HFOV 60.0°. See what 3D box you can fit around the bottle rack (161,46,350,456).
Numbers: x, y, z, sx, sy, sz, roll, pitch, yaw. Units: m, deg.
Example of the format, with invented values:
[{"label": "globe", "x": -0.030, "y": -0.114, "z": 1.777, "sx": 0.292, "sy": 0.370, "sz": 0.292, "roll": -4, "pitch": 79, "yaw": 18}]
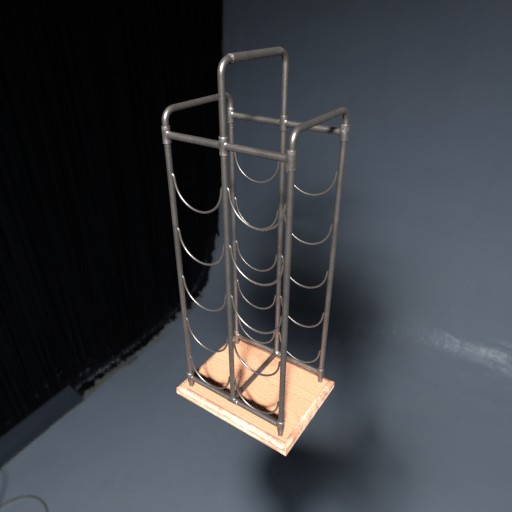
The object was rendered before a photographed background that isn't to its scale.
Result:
[{"label": "bottle rack", "x": 0.000, "y": 0.000, "z": 0.803, "sx": 0.276, "sy": 0.680, "sz": 0.208, "roll": 19, "pitch": 35, "yaw": 29}]
